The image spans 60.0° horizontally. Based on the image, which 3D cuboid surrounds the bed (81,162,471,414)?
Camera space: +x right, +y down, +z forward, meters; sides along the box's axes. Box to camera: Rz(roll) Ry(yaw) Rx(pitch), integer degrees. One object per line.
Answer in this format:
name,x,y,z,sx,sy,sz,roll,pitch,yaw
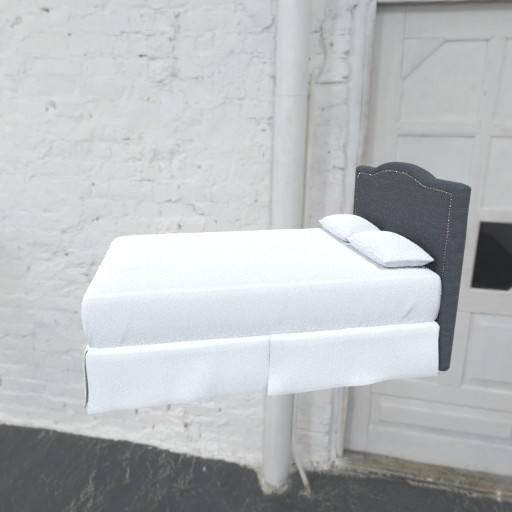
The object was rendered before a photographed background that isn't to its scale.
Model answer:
bed,0.000,0.000,3.549,2.507,1.441,1.747,-3,16,-10
